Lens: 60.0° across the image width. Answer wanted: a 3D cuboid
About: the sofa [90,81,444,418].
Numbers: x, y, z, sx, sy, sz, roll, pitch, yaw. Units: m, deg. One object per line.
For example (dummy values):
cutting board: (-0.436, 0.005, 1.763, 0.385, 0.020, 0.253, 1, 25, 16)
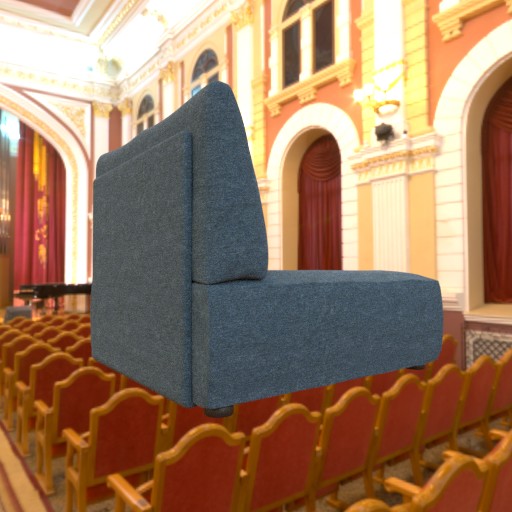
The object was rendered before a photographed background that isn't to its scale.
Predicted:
sofa: (0.000, 0.000, 1.682, 1.000, 0.820, 0.930, 1, -3, -36)
